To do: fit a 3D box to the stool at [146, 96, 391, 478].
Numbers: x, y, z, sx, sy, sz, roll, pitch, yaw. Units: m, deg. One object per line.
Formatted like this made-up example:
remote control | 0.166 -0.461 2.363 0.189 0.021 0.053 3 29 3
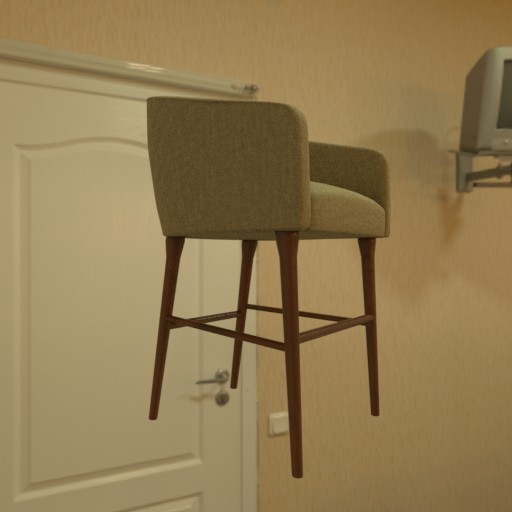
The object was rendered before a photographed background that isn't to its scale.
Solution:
stool | 0.000 0.000 1.305 0.635 0.952 0.559 0 0 36
